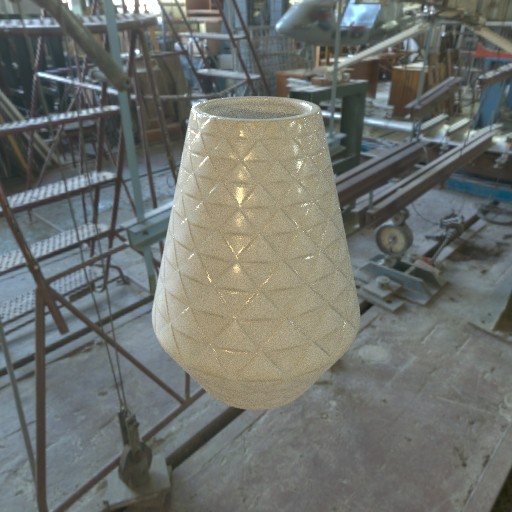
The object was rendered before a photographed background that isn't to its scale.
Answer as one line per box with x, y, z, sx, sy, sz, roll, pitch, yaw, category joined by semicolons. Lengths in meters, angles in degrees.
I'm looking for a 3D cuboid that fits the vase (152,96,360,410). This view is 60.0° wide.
0.000;0.000;0.356;0.175;0.230;0.175;0;29;0;vase
